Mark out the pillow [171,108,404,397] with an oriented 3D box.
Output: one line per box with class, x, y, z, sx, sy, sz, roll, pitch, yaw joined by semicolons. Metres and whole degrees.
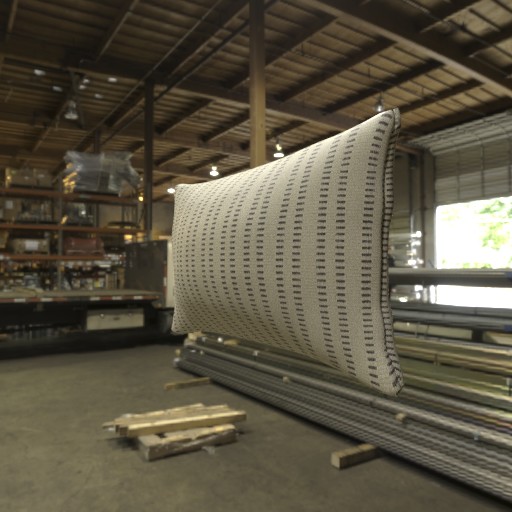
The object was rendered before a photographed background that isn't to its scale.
pillow;0.000;0.000;0.801;0.210;0.353;0.640;1;-2;-35
